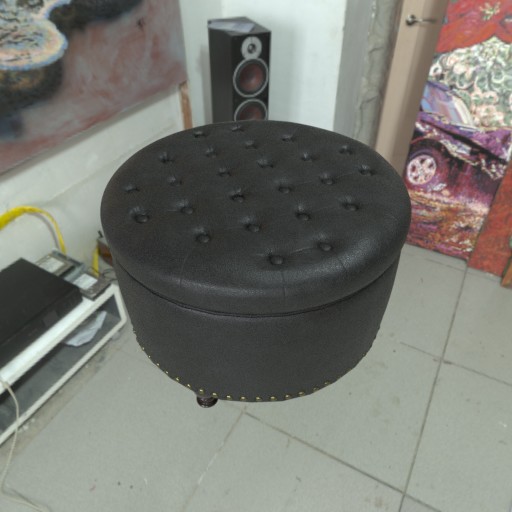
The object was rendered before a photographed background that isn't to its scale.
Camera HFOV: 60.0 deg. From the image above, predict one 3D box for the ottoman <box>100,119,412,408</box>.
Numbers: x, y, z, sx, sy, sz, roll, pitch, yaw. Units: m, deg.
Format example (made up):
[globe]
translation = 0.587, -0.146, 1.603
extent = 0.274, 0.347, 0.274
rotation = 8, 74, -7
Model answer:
[ottoman]
translation = 0.000, 0.000, 1.054
extent = 0.637, 0.442, 0.637
rotation = 0, 41, 0
